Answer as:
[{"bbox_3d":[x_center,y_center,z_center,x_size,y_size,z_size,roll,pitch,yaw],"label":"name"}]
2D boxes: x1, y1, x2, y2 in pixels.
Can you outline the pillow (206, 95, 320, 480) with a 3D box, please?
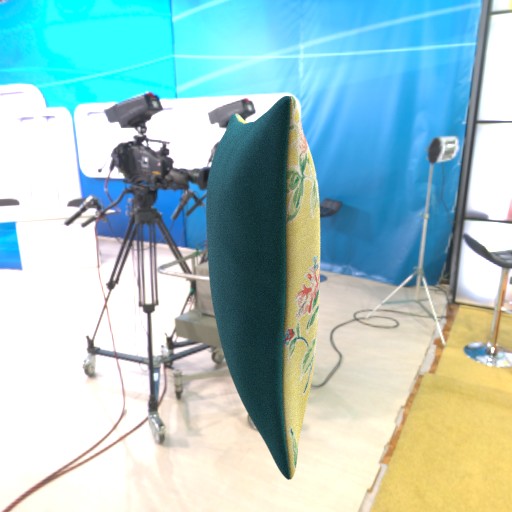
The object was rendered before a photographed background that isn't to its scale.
[{"bbox_3d":[0.000,0.000,0.796,0.166,0.508,0.525,-3,16,-9],"label":"pillow"}]
